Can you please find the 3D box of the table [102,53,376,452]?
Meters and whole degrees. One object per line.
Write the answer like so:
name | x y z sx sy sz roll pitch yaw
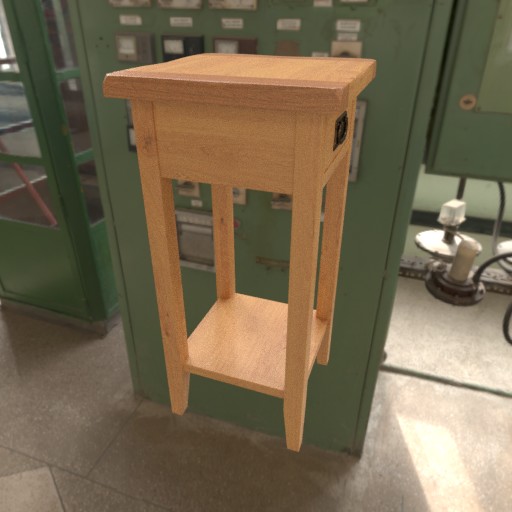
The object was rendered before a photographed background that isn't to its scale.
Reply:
table | 0.000 0.000 0.933 0.360 0.740 0.360 10 31 17
